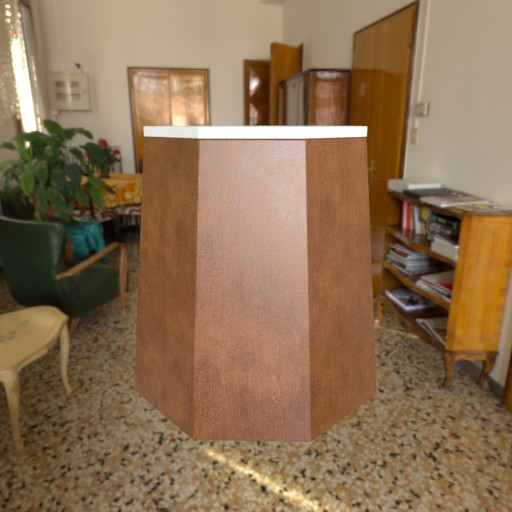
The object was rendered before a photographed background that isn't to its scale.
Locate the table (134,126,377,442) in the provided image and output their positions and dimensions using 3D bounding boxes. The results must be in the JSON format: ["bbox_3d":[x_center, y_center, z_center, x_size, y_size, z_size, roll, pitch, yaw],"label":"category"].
[{"bbox_3d":[0.000,0.000,0.812,0.439,0.457,0.439,16,23,43],"label":"table"}]
